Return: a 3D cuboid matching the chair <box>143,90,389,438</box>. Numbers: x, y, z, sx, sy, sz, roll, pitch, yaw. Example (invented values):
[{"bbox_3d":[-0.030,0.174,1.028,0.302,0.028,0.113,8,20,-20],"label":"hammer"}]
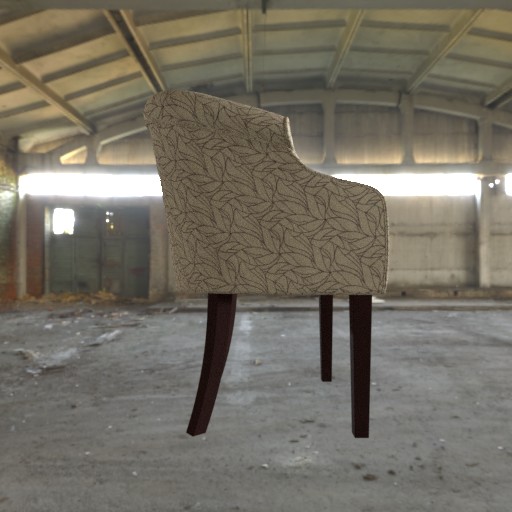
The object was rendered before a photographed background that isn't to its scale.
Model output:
[{"bbox_3d":[0.000,0.000,1.299,0.613,0.858,0.686,0,-1,0],"label":"chair"}]
